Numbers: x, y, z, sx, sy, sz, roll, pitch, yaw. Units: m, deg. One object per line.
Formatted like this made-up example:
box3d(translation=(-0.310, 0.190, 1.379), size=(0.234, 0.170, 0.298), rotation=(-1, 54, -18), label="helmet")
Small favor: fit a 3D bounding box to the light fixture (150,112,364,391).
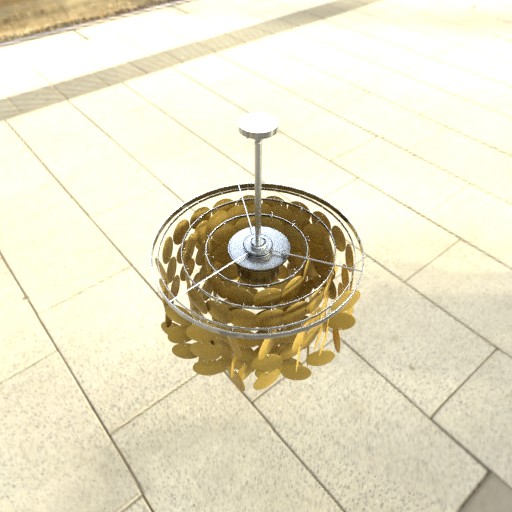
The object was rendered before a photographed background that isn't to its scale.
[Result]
box3d(translation=(0.000, 0.000, 0.753), size=(0.368, 0.492, 0.368), rotation=(0, 46, 0), label="light fixture")
